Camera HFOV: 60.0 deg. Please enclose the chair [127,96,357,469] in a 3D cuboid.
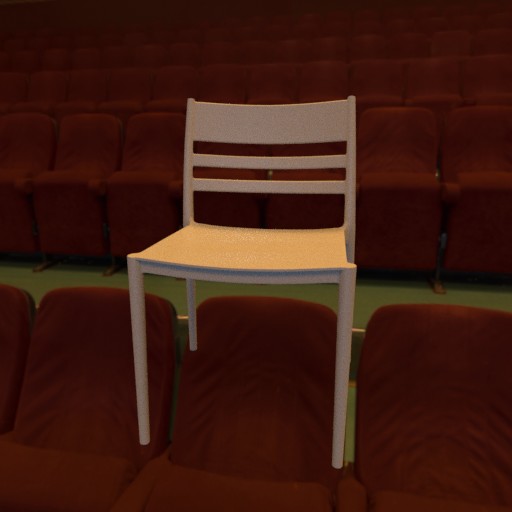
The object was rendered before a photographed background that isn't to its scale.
[{"bbox_3d":[0.000,0.000,1.134,0.531,0.800,0.511,3,15,10],"label":"chair"}]
